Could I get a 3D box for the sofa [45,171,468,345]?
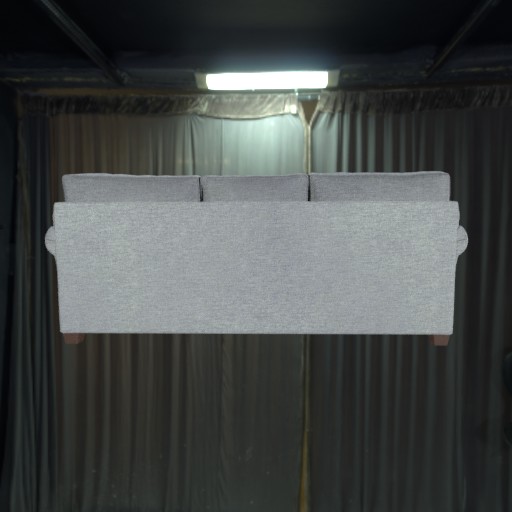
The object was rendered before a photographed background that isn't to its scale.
[{"bbox_3d":[0.000,0.000,2.806,2.312,0.975,0.965,0,0,1],"label":"sofa"}]
